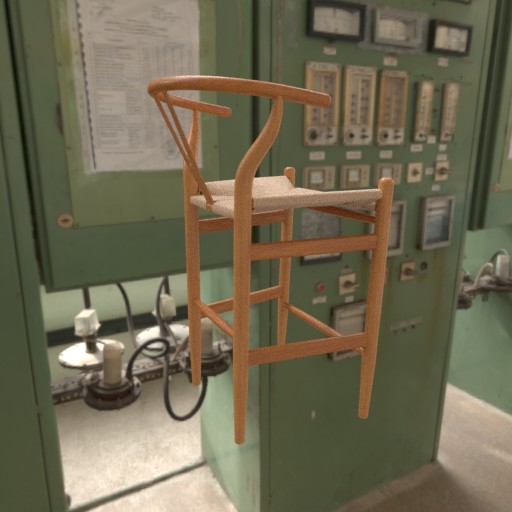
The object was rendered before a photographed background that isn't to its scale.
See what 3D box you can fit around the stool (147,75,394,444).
[{"bbox_3d":[0.000,0.000,1.342,0.579,0.970,0.569,-8,17,-27],"label":"stool"}]
